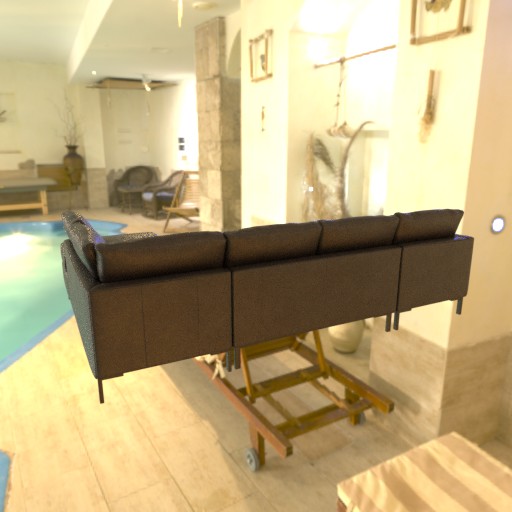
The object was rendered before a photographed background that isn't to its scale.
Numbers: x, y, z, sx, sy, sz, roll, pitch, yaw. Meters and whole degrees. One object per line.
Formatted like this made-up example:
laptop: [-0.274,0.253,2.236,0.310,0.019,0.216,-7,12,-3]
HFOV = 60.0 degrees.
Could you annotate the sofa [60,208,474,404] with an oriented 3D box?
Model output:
sofa: [0.000,0.000,3.769,2.956,0.900,1.939,-7,16,-26]
